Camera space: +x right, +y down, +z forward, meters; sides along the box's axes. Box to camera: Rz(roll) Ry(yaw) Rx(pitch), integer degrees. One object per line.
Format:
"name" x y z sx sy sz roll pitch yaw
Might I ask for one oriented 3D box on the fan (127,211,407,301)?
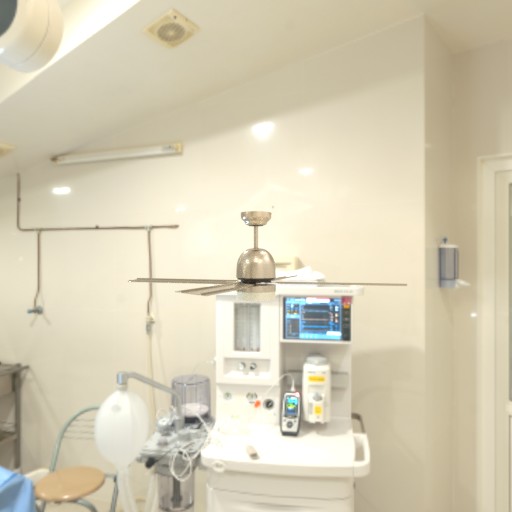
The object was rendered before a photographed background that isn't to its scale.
"fan" 0.000 0.000 2.082 1.346 0.406 1.346 0 0 17
